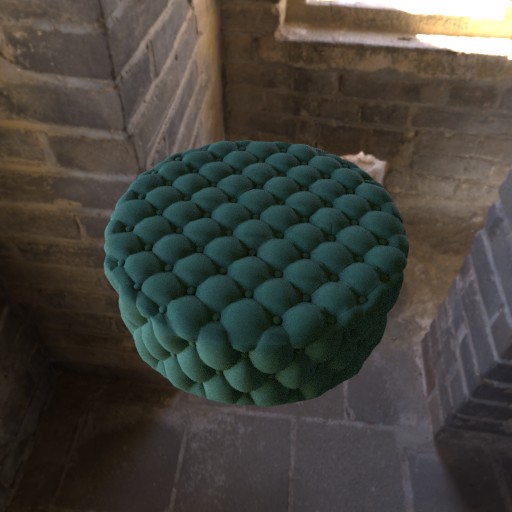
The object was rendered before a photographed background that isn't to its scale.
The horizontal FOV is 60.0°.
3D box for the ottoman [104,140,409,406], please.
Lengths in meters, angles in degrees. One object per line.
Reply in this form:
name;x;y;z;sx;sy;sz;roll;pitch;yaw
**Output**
ottoman;0.000;0.000;1.570;0.998;0.399;0.998;0;46;0
